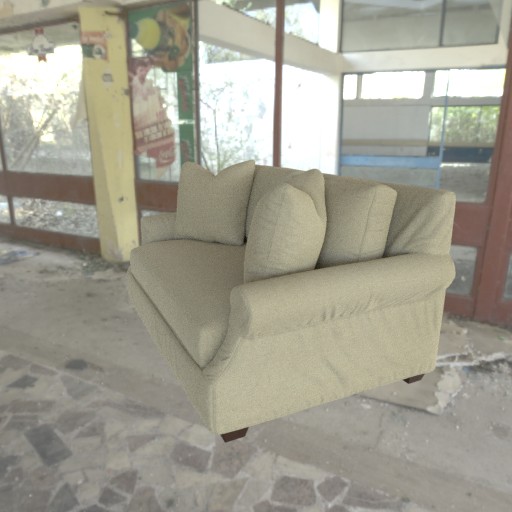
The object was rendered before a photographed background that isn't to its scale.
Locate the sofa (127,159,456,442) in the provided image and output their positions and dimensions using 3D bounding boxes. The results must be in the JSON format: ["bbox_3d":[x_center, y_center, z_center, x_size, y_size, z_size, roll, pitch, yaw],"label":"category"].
[{"bbox_3d":[0.000,0.000,2.207,1.070,0.905,1.550,-8,17,-25],"label":"sofa"}]
